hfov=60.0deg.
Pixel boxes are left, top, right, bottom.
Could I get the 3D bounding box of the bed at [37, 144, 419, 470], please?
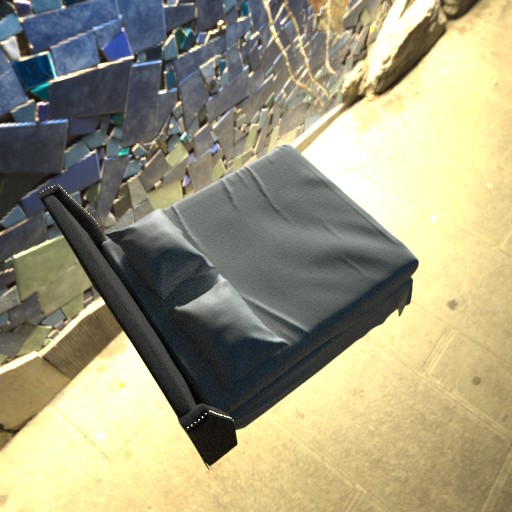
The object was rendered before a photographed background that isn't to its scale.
[{"bbox_3d":[0.000,0.000,3.451,2.276,1.332,1.925,-32,63,-19],"label":"bed"}]
